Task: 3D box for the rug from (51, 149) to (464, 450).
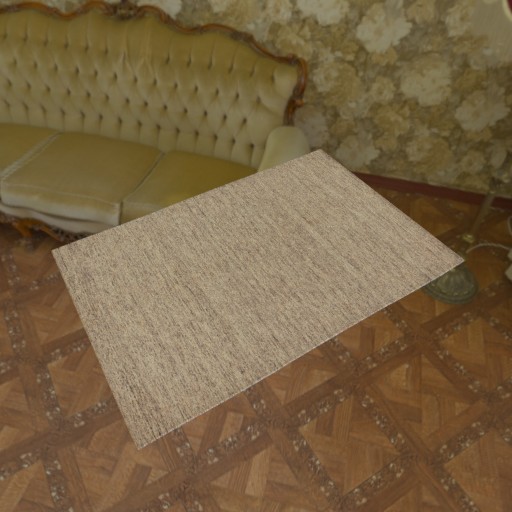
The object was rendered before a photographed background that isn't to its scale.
[{"bbox_3d":[0.000,0.000,2.948,2.283,0.013,1.547,-25,51,-21],"label":"rug"}]
